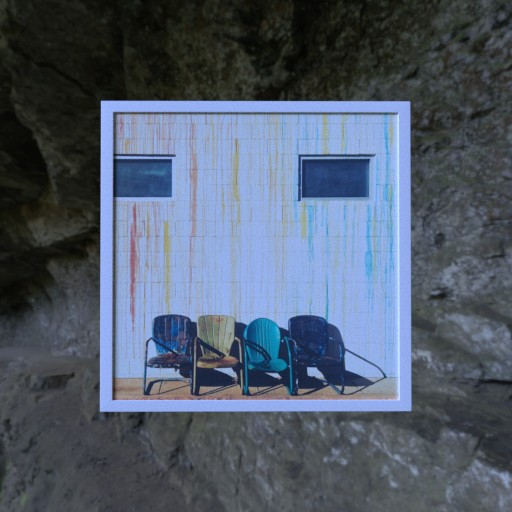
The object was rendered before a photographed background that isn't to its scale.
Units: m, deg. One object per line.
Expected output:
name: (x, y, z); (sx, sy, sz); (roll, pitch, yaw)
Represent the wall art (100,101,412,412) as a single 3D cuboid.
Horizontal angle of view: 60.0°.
wall art: (0.000, 0.000, 0.454); (0.305, 0.305, 0.038); (0, -1, 0)
